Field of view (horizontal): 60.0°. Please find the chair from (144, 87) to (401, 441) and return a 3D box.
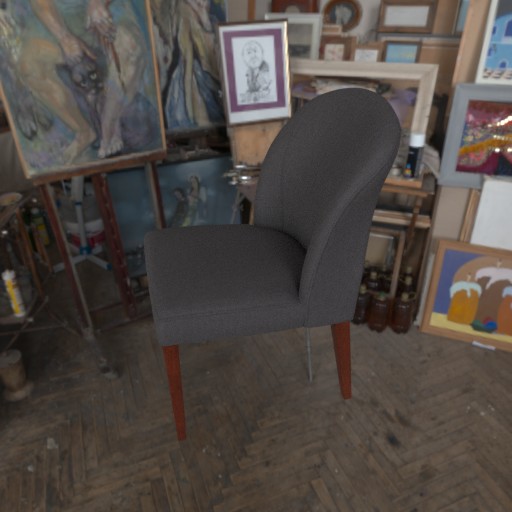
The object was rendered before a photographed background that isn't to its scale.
[{"bbox_3d":[0.000,0.000,1.278,0.619,0.879,0.506,-8,31,-13],"label":"chair"}]
